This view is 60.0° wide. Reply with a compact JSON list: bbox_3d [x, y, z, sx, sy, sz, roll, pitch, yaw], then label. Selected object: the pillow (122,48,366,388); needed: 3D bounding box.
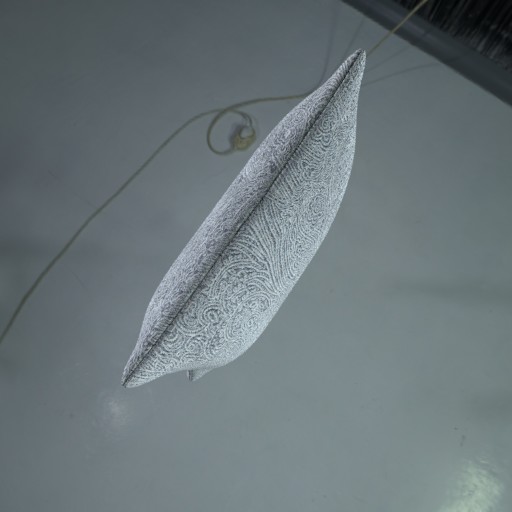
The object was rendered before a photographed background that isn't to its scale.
[{"bbox_3d":[0.000,0.000,0.777,0.166,0.510,0.523,33,79,7],"label":"pillow"}]
